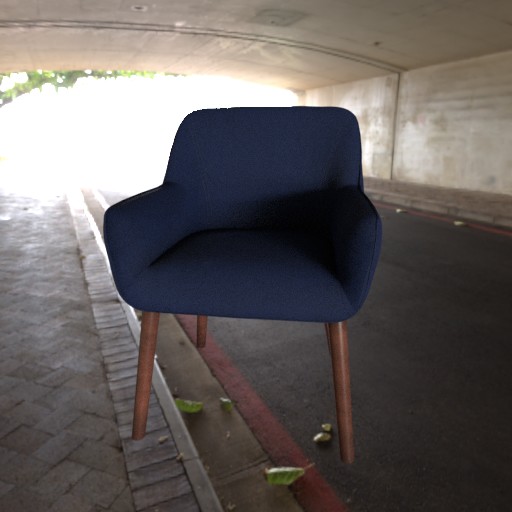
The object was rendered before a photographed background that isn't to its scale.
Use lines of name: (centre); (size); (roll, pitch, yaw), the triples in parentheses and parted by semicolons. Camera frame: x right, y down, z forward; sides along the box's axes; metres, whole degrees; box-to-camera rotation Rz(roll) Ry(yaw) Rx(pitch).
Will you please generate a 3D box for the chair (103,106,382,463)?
chair: (0.000, 0.000, 1.228); (0.600, 0.820, 0.600); (2, 15, 8)
